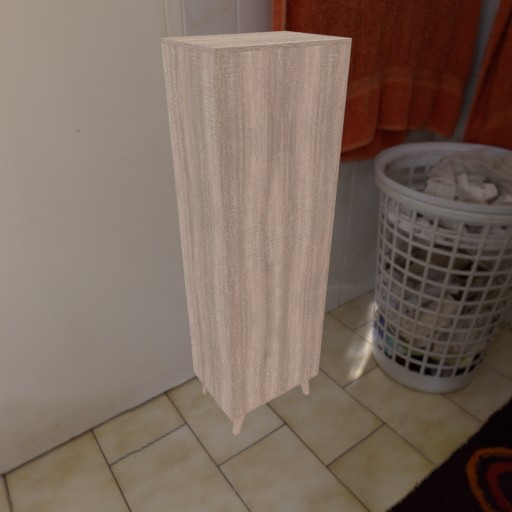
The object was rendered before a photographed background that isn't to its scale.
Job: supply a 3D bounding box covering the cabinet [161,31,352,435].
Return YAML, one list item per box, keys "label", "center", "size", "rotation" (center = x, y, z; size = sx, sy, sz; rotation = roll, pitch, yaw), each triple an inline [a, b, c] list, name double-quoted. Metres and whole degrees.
- label: "cabinet"
  center: [0.000, 0.000, 2.090]
  size: [0.570, 1.850, 0.400]
  rotation: [-19, 36, -29]
